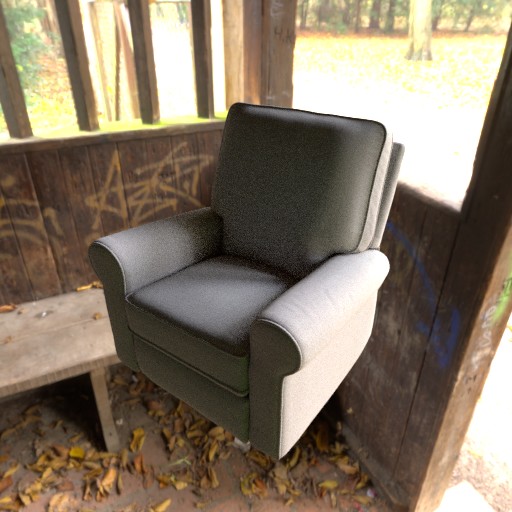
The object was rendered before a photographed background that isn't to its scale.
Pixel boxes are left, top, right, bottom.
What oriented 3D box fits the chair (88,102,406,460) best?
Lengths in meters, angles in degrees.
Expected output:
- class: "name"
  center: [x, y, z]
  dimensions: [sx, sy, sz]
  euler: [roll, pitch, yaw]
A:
- class: "chair"
  center: [0.000, 0.000, 1.658]
  dimensions: [0.890, 0.960, 0.878]
  euler: [20, 36, 30]
